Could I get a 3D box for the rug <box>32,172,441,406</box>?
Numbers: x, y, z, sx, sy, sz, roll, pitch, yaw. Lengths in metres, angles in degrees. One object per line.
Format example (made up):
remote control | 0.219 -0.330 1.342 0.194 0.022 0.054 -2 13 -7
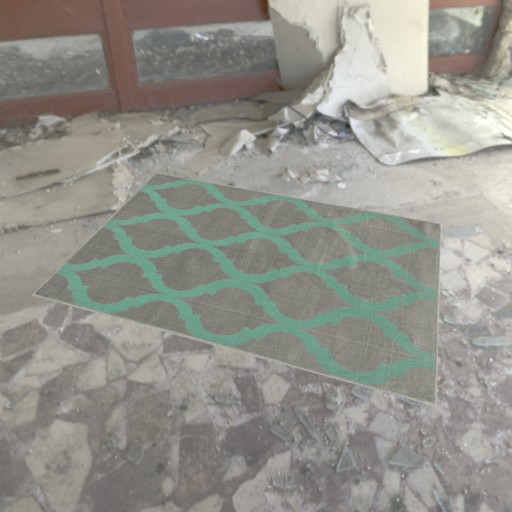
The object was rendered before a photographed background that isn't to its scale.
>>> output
rug | 0.000 0.000 2.898 2.286 0.006 1.524 12 42 14
